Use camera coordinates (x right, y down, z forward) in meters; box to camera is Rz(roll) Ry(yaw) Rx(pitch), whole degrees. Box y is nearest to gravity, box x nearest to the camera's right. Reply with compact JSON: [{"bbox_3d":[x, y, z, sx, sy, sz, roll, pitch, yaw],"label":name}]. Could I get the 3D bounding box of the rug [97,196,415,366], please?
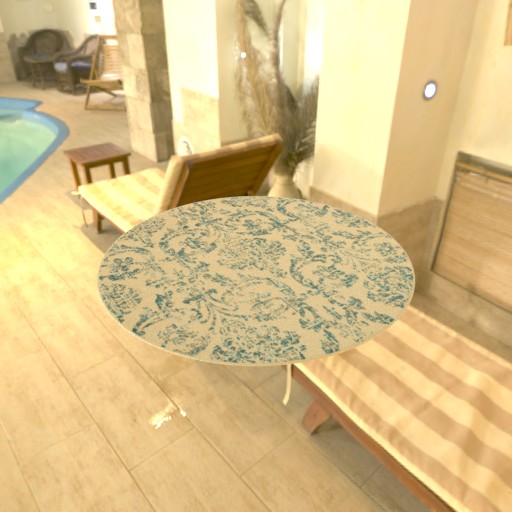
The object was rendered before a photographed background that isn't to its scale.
[{"bbox_3d":[0.000,0.000,2.322,1.593,0.012,1.593,0,31,0],"label":"rug"}]
